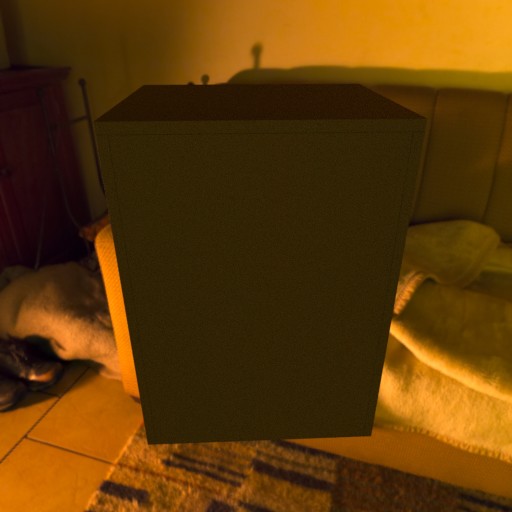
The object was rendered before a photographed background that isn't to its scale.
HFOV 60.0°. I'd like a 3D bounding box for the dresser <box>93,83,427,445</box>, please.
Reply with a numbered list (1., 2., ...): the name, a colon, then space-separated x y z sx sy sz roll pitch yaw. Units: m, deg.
1. dresser: 0.000 0.000 0.820 0.400 0.560 0.360 -1 28 -2
